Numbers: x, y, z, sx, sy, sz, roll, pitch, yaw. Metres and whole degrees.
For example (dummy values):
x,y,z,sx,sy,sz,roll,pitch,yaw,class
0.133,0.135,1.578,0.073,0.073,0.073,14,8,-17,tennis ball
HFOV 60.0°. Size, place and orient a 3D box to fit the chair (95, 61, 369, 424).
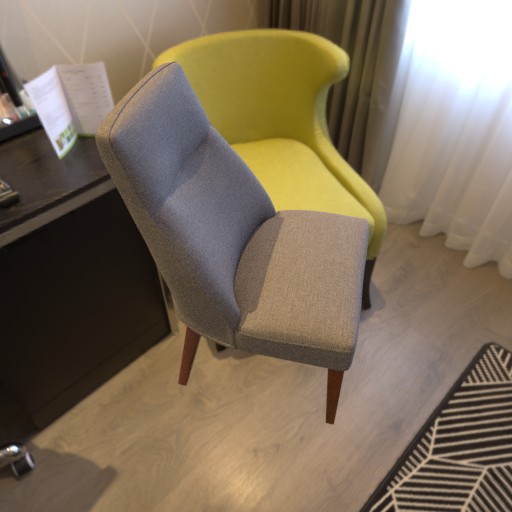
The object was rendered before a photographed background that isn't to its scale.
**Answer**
x,y,z,sx,sy,sz,roll,pitch,yaw,class
0.000,0.000,1.269,0.620,0.930,0.500,10,47,10,chair
